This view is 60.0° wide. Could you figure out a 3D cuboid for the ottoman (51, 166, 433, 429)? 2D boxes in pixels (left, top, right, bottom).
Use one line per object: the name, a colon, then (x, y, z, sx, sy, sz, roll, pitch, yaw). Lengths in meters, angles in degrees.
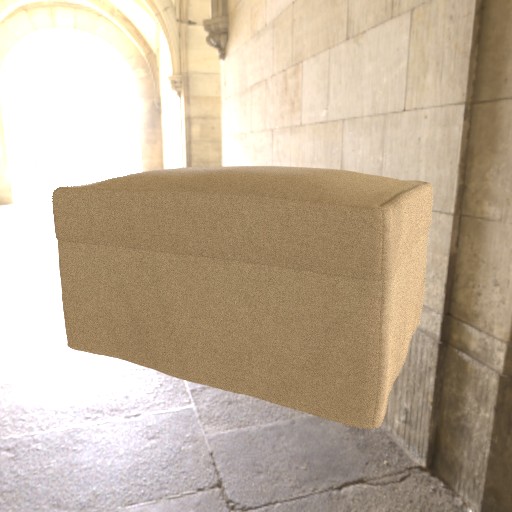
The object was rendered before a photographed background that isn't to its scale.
ottoman: (0.000, 0.000, 1.223, 0.833, 0.485, 0.650, 7, 15, 26)
